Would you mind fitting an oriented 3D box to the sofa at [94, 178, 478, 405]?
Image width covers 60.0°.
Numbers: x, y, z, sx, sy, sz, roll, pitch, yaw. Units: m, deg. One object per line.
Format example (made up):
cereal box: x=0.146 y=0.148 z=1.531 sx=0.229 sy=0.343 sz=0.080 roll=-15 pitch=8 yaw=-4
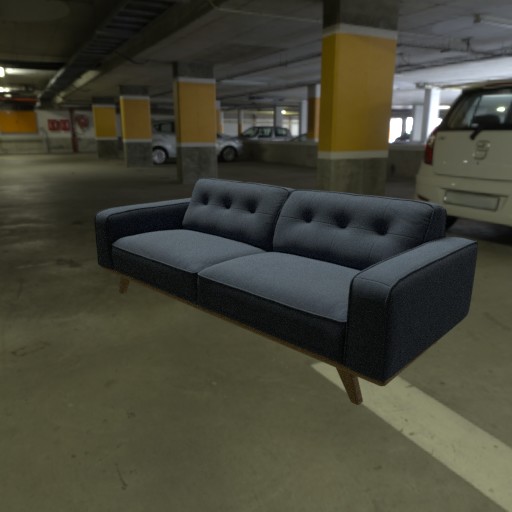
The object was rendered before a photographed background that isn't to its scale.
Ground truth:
sofa: x=0.000 y=0.000 z=2.699 sx=2.270 sy=0.782 sz=0.953 roll=15 pitch=21 yaw=42
